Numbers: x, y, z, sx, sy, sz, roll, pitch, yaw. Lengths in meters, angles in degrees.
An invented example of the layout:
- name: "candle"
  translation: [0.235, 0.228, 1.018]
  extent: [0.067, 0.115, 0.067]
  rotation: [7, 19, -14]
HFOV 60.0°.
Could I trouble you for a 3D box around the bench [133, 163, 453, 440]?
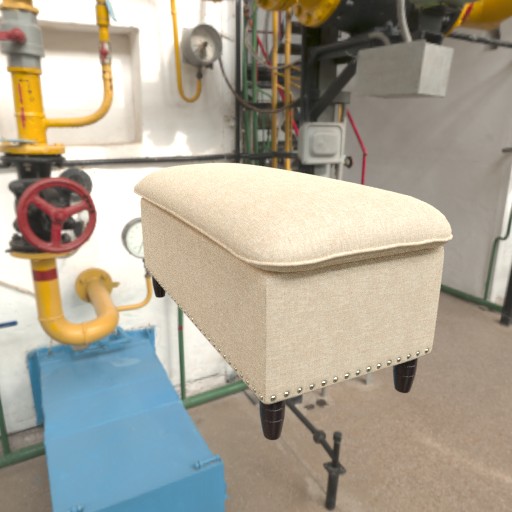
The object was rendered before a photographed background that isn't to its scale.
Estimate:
- name: "bench"
  translation: [0.000, 0.000, 1.269]
  extent: [0.483, 0.483, 0.991]
  rotation: [-8, 19, -26]
